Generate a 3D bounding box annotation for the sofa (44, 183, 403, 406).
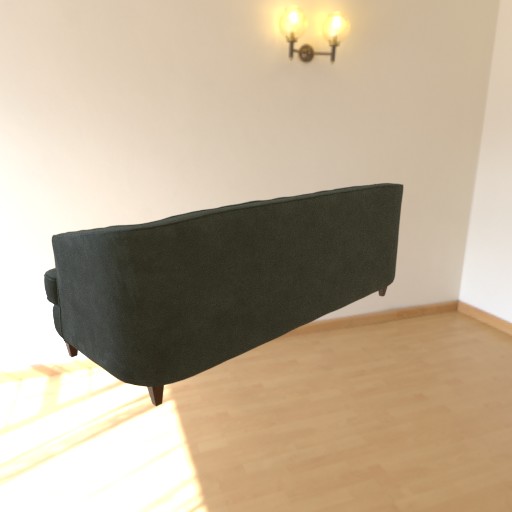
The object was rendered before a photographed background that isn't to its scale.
[{"bbox_3d":[0.000,0.000,2.773,2.278,0.855,0.941,-15,22,-43],"label":"sofa"}]
